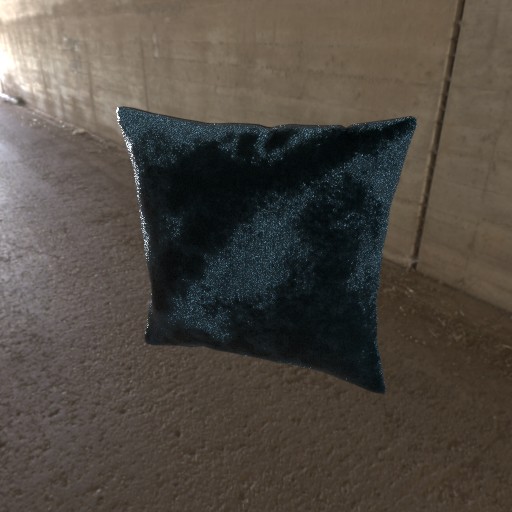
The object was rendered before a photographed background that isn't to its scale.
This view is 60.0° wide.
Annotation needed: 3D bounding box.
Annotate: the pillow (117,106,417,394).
[{"bbox_3d":[0.000,0.000,0.675,0.436,0.430,0.138,9,28,17],"label":"pillow"}]
